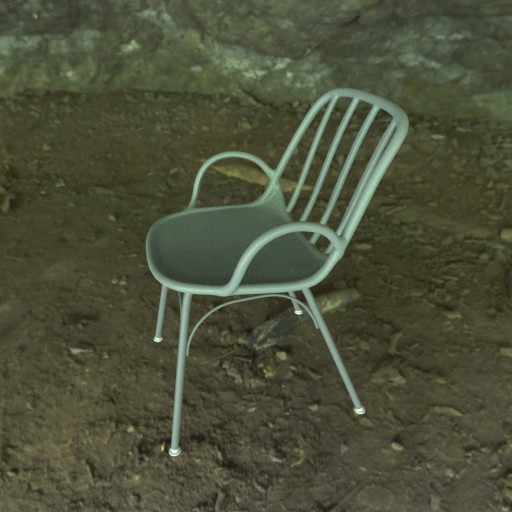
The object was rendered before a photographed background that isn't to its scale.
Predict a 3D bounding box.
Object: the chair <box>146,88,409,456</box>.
[{"bbox_3d":[0.000,0.000,1.202,0.597,0.816,0.549,-8,30,-14],"label":"chair"}]
